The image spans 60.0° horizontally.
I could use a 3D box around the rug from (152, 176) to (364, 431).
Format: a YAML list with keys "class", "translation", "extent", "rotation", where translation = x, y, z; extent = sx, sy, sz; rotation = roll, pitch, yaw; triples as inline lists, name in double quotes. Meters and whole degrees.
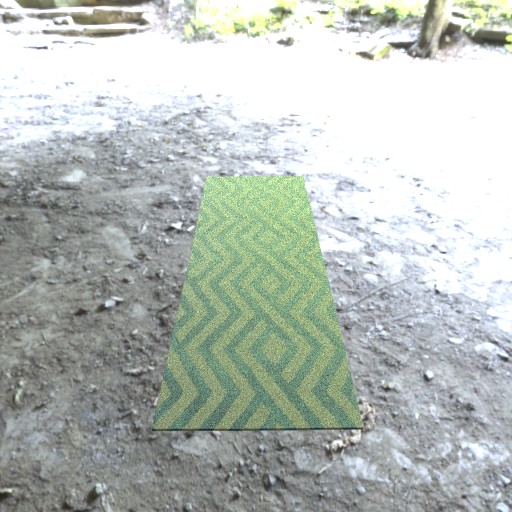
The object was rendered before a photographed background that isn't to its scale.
- class: "rug"
  translation: [0.000, 0.000, 1.668]
  extent: [0.503, 0.007, 1.492]
  rotation: [0, 33, 0]
